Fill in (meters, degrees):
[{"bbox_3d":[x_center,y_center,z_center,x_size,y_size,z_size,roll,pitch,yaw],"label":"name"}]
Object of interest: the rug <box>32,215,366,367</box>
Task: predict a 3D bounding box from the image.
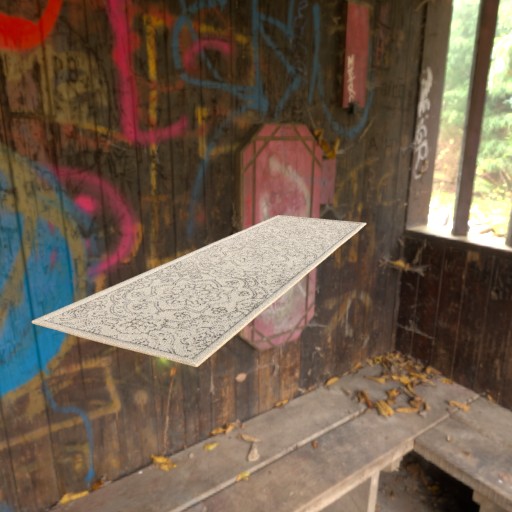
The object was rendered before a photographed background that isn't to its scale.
[{"bbox_3d":[0.000,0.000,2.615,0.769,0.012,2.448,8,18,25],"label":"rug"}]
